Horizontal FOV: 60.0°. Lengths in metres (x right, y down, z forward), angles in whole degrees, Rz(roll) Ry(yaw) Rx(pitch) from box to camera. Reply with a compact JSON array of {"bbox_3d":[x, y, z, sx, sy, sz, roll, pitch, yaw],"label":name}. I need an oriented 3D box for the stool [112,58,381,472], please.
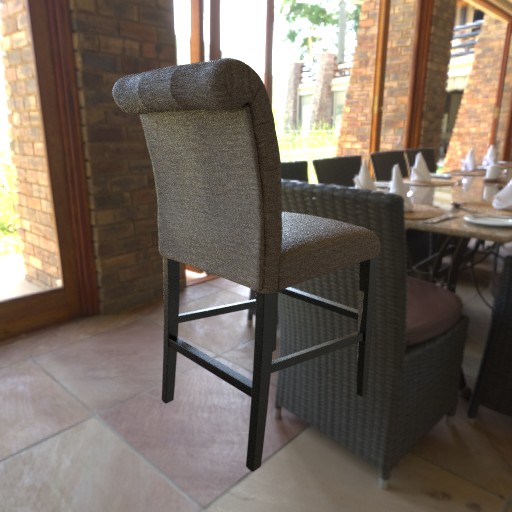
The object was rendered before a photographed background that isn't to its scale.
[{"bbox_3d":[0.000,0.000,1.280,0.611,0.970,0.457,-15,21,-41],"label":"stool"}]
